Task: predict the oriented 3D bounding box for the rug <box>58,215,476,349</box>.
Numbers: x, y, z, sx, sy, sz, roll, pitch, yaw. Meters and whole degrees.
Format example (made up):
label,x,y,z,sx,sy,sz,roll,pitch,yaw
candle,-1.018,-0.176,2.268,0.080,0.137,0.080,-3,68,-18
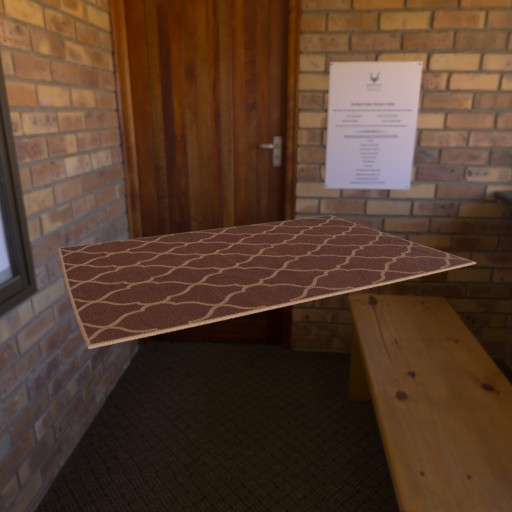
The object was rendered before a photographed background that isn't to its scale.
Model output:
label,x,y,z,sx,sy,sz,roll,pitch,yaw
rug,0.000,0.000,2.878,2.290,0.014,1.526,-9,20,-26
